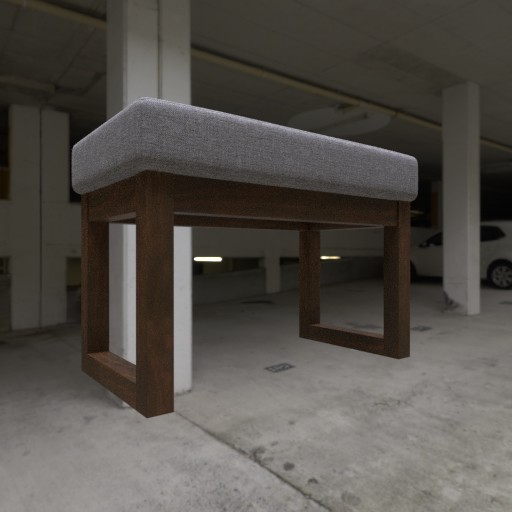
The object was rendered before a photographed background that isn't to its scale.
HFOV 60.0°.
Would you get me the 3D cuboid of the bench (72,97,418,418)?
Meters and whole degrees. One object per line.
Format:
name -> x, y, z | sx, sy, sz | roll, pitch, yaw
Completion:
bench -> 0.000, 0.000, 0.965 | 0.681, 0.467, 0.366 | 0, 0, -37
